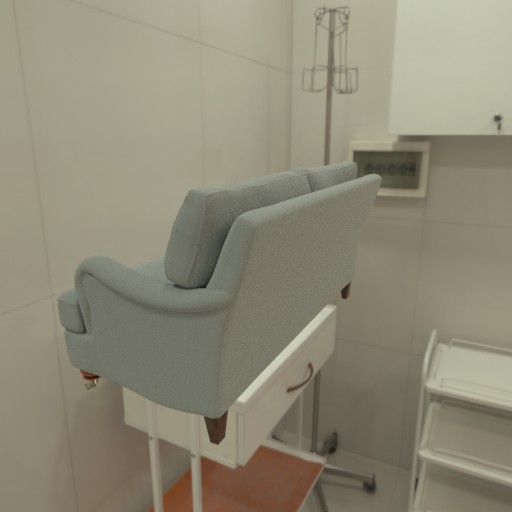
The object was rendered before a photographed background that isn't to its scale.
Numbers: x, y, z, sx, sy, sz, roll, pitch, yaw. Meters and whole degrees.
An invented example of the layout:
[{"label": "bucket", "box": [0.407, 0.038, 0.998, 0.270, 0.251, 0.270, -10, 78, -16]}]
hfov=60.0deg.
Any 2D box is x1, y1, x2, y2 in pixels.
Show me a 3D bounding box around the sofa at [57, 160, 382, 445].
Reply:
[{"label": "sofa", "box": [0.000, 0.000, 2.760, 1.069, 1.096, 2.193, 7, 17, 26]}]
